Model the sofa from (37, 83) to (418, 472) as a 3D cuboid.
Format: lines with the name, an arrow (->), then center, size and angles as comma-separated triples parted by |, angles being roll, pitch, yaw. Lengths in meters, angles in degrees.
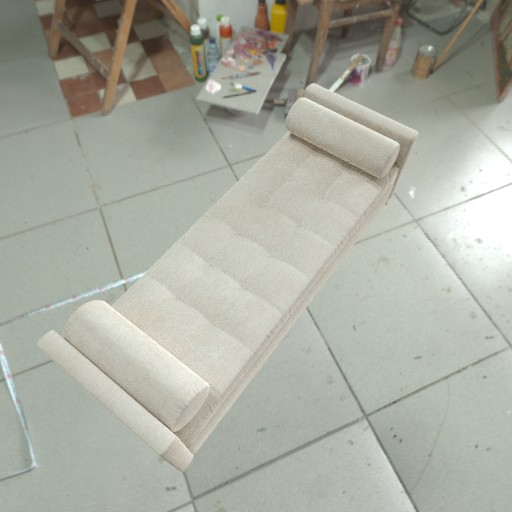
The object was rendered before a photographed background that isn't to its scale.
sofa -> 0.000, 0.000, 2.292 | 0.686, 0.635, 1.981 | 33, 64, 18
